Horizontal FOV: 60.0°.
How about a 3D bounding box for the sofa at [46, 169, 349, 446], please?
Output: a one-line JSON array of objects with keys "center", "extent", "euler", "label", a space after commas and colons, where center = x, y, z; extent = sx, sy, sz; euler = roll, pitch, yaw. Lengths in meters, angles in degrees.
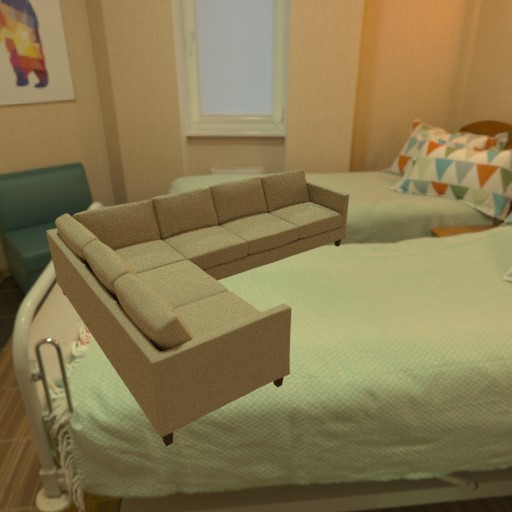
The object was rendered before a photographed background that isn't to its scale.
[{"center": [0.000, 0.000, 4.256], "extent": [3.182, 0.863, 2.432], "euler": [-18, 31, -32], "label": "sofa"}]
